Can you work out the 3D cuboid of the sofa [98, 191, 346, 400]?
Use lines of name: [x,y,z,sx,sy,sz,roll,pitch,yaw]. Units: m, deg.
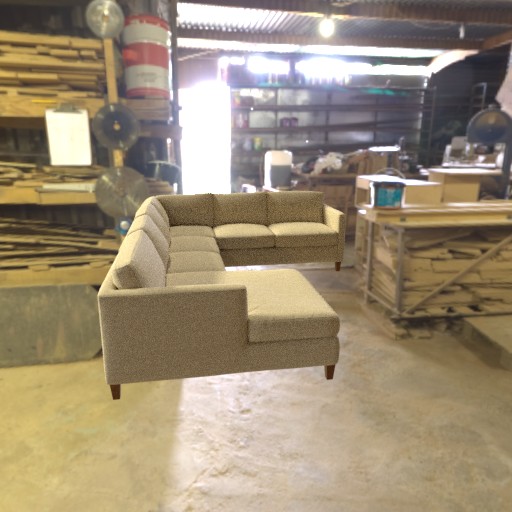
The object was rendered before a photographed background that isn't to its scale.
sofa: [0.000,0.000,4.587,2.594,0.961,3.460,-3,15,-9]
